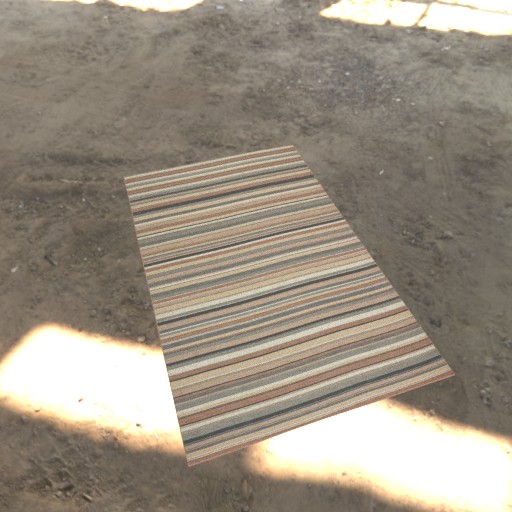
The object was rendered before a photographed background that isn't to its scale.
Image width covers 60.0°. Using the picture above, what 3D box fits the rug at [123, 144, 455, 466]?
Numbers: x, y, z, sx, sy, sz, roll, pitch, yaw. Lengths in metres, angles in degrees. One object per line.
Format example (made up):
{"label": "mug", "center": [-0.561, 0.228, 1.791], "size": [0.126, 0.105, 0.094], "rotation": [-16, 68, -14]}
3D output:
{"label": "rug", "center": [0.000, 0.000, 3.101], "size": [1.523, 0.014, 2.438], "rotation": [-14, 49, -13]}
